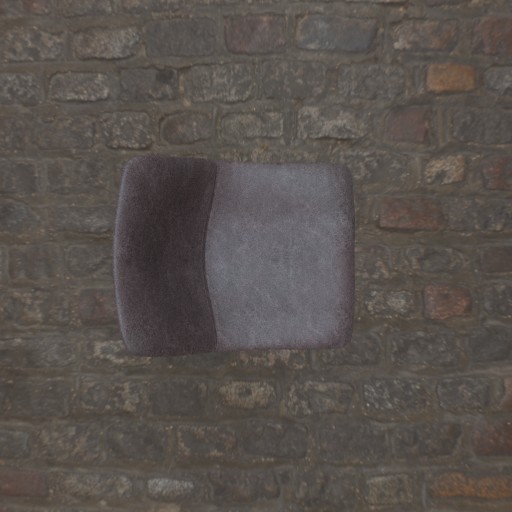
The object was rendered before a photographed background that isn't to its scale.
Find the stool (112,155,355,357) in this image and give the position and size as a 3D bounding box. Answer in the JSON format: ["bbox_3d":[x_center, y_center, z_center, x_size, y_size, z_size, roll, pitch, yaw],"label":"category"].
[{"bbox_3d":[0.000,0.000,1.400,0.561,1.082,0.514,0,90,1],"label":"stool"}]
